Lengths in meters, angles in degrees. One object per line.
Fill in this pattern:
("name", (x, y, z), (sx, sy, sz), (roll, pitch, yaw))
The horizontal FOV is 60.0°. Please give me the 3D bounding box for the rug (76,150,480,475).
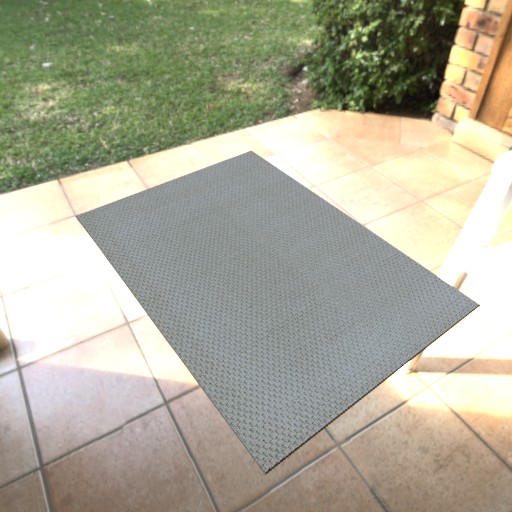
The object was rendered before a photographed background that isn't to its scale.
("rug", (0.000, 0.000, 2.761), (1.509, 0.013, 2.144), (-27, 49, -26))
